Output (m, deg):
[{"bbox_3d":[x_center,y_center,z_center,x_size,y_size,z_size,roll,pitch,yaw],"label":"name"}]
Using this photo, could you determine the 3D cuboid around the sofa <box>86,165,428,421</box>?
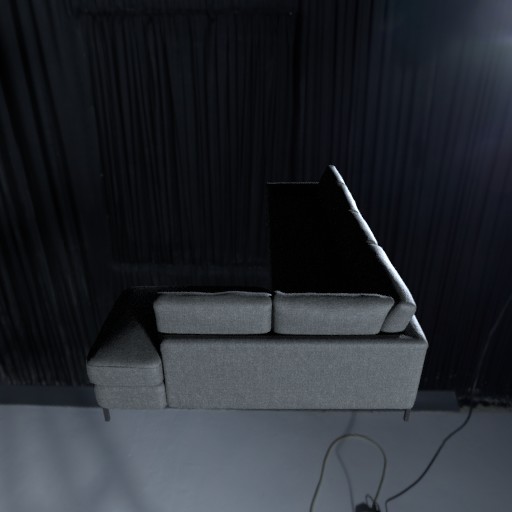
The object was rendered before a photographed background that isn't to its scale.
[{"bbox_3d":[0.000,0.000,3.852,1.984,0.858,2.972,0,27,0],"label":"sofa"}]
